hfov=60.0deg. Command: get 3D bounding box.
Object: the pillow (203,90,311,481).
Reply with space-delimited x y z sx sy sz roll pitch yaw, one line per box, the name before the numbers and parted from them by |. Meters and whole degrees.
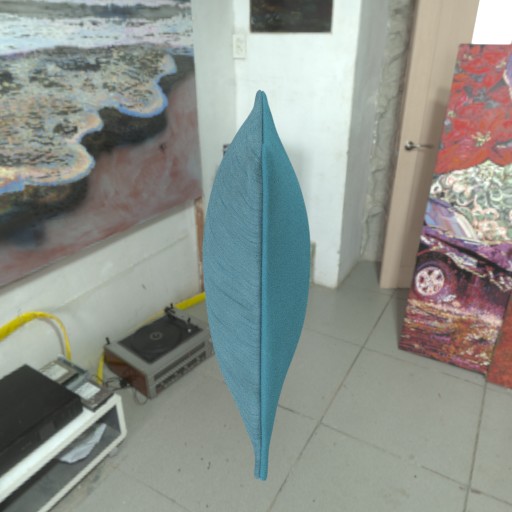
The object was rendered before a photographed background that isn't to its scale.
pillow | 0.000 0.000 0.647 0.151 0.415 0.433 0 27 1
